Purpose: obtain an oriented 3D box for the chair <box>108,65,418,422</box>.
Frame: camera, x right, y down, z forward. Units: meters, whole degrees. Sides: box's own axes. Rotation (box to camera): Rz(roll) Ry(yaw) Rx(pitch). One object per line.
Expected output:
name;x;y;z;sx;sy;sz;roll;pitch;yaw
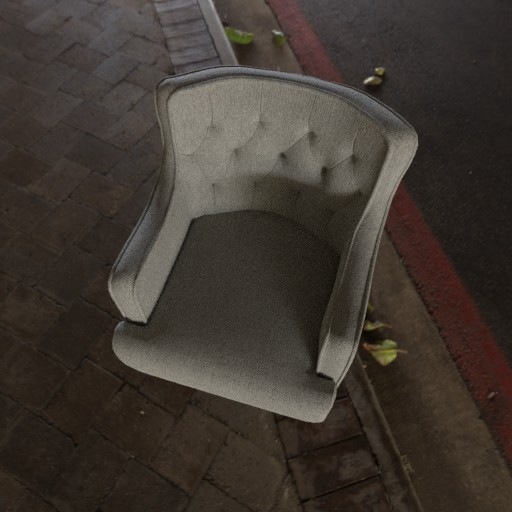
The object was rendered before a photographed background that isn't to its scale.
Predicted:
chair;0.000;0.000;1.565;0.820;0.920;0.910;14;61;8
